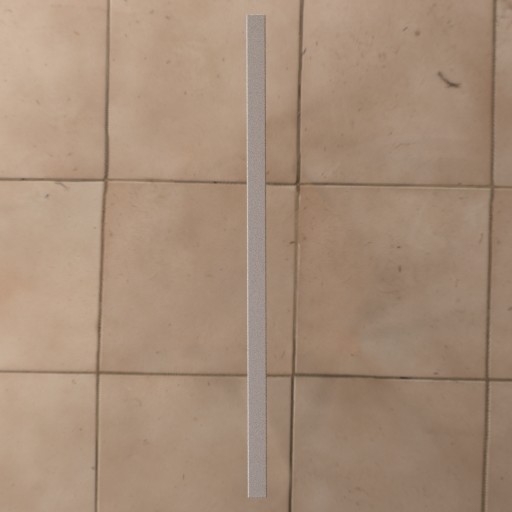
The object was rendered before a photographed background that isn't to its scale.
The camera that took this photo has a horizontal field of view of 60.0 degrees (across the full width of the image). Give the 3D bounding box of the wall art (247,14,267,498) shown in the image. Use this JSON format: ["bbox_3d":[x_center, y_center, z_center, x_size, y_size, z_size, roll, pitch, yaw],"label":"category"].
[{"bbox_3d":[0.000,0.000,1.123,0.038,0.601,0.898,0,90,0],"label":"wall art"}]
